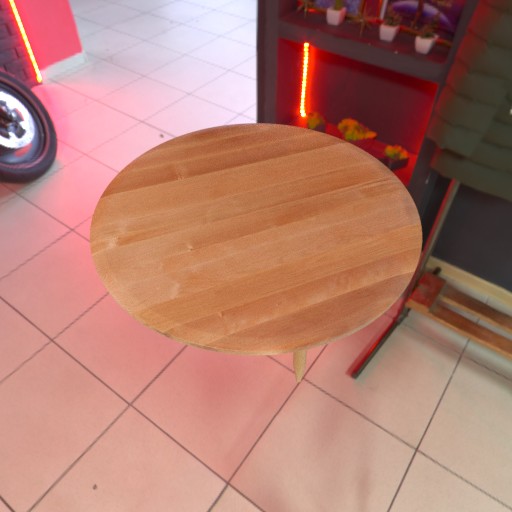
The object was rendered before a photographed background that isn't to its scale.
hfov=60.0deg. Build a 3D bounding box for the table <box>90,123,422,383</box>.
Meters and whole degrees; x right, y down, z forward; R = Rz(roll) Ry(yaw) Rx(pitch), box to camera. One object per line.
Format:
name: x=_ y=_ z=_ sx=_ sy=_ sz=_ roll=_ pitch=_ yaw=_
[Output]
table: x=0.000 y=0.000 z=1.380 sx=0.900 sy=0.400 sz=0.900 roll=0 pitch=47 yaw=0
